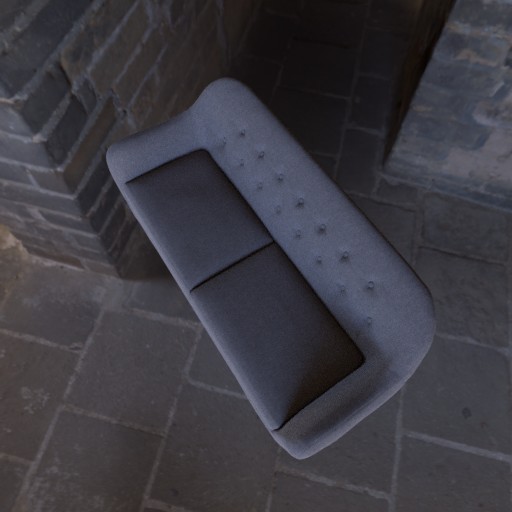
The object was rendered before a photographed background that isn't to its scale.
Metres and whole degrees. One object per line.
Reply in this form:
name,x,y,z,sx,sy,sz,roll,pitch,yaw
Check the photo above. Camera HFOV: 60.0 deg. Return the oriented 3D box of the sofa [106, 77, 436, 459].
sofa,0.000,0.000,2.283,0.820,0.820,1.840,-30,67,-14
